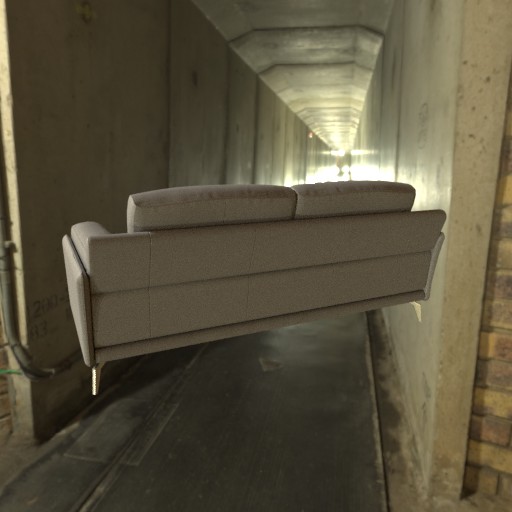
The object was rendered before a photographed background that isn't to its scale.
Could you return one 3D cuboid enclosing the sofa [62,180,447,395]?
[{"bbox_3d":[0.000,0.000,2.694,2.101,0.930,1.049,-6,15,-25],"label":"sofa"}]
